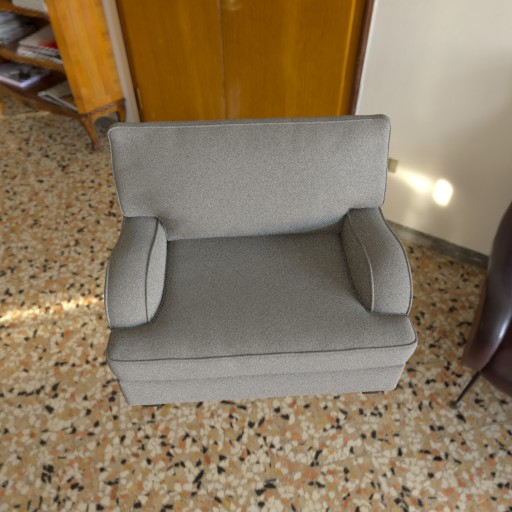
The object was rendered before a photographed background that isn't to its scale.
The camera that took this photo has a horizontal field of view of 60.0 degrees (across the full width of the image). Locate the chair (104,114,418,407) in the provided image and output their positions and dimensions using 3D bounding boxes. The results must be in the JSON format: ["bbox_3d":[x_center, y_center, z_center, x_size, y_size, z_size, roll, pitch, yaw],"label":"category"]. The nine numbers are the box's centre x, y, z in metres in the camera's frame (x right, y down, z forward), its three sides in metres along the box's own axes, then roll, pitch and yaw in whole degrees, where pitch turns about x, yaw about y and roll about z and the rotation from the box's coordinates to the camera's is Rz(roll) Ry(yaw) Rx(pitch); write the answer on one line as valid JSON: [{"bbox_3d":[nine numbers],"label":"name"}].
[{"bbox_3d":[0.000,0.000,1.996,1.220,1.016,1.040,-3,46,-3],"label":"chair"}]
